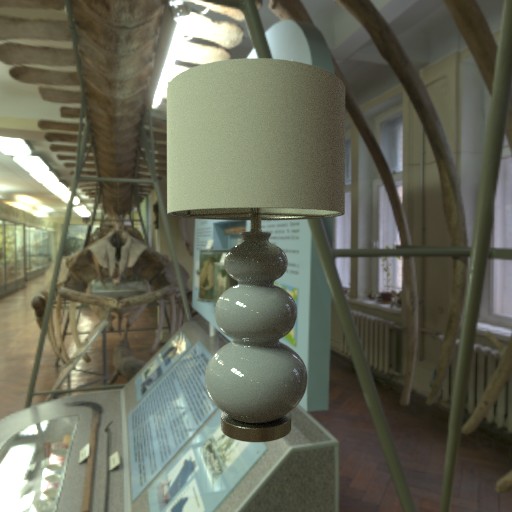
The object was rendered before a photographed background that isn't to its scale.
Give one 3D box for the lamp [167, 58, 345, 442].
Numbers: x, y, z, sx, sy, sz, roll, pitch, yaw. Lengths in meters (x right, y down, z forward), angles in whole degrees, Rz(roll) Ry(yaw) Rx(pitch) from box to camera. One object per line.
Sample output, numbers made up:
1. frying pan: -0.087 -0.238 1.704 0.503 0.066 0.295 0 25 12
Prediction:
1. lamp: 0.000 0.000 0.937 0.367 0.730 0.367 0 1 -17
